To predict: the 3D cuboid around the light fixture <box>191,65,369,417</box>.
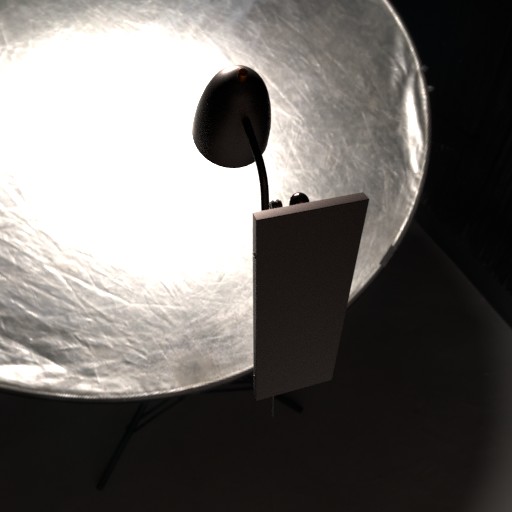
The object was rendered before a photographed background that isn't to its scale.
[{"bbox_3d":[0.000,0.000,0.928,0.162,0.715,0.499,-12,44,-13],"label":"light fixture"}]
